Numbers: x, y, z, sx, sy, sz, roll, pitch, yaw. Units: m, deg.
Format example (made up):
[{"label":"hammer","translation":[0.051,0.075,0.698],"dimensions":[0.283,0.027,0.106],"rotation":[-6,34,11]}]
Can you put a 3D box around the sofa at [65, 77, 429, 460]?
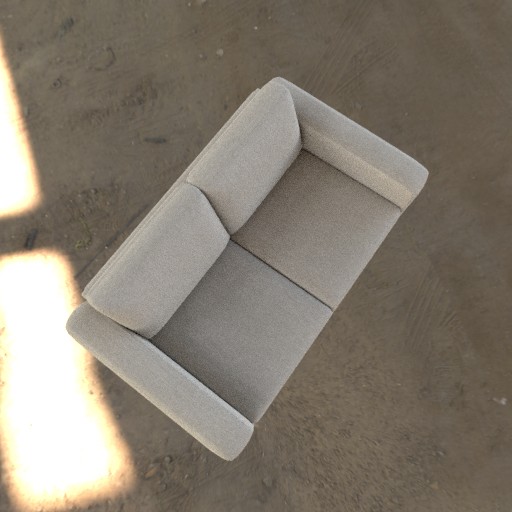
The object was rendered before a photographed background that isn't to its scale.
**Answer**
[{"label":"sofa","translation":[0.000,0.000,2.084],"dimensions":[0.900,0.800,1.540],"rotation":[35,77,9]}]
